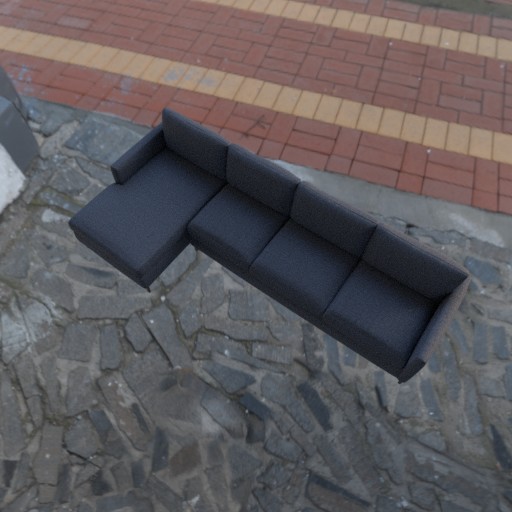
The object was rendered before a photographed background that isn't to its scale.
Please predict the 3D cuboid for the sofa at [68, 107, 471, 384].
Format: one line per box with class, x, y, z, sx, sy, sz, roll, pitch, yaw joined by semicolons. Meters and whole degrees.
sofa;0.000;0.000;2.925;2.445;0.673;1.125;32;65;17
